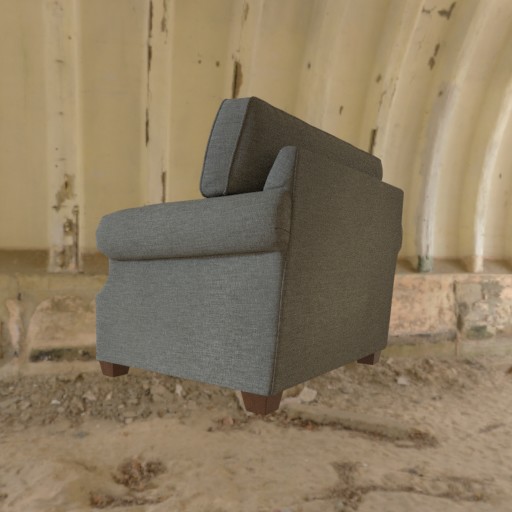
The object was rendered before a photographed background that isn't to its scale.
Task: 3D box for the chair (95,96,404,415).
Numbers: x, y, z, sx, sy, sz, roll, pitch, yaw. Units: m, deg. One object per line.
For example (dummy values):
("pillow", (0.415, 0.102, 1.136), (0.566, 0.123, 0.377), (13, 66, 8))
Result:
("chair", (0.000, 0.000, 1.880), (0.965, 0.961, 1.092), (-1, -1, 37))
